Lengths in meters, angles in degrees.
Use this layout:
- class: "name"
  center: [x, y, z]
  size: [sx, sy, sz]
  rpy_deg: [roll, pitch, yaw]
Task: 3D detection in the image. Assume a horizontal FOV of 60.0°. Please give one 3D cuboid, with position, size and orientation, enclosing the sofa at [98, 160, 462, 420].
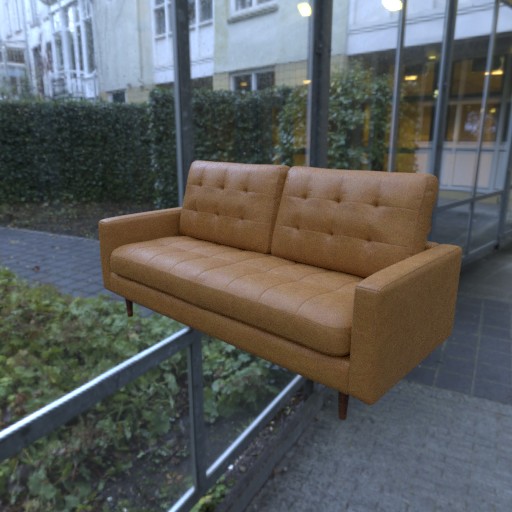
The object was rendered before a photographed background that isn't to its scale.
- class: "sofa"
  center: [0.000, 0.000, 2.307]
  size: [1.821, 0.898, 0.850]
  rpy_deg: [14, 20, 41]
